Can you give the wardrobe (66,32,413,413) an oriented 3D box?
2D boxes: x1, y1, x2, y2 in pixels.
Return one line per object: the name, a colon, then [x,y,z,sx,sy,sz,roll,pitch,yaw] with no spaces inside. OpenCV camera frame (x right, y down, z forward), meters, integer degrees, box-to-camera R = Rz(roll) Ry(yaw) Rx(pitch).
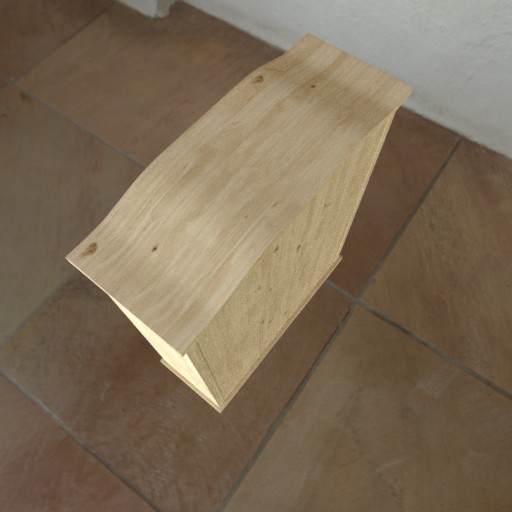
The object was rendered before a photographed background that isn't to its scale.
wardrobe: [0.000,0.000,2.549,0.570,1.870,1.500,36,70,15]
